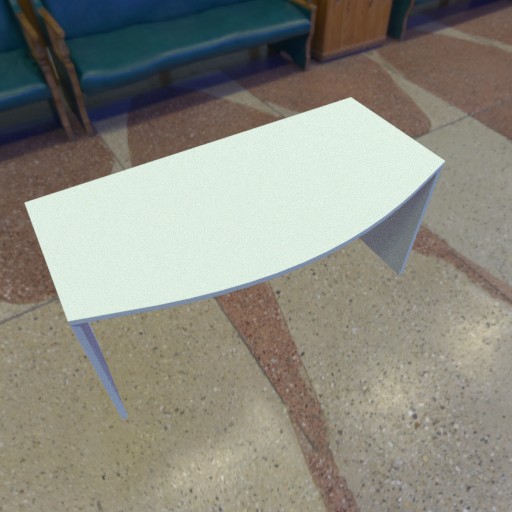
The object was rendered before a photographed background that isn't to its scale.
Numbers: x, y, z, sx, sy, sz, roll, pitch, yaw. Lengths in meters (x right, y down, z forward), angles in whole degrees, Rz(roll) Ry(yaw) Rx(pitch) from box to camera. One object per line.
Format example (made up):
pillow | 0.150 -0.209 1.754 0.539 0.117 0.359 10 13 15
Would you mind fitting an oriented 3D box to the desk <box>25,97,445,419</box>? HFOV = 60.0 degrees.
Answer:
desk | 0.000 0.000 2.028 1.600 0.750 0.802 -24 52 -20
